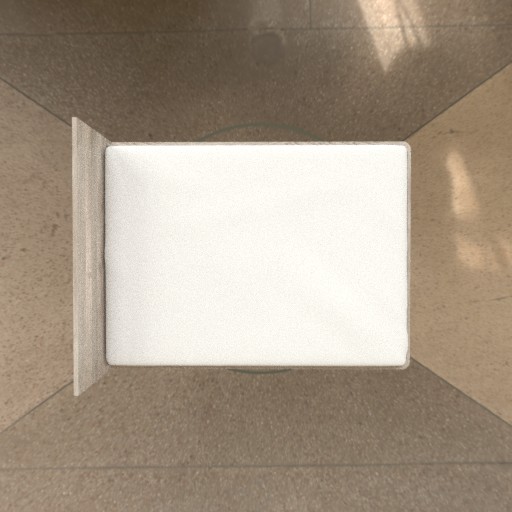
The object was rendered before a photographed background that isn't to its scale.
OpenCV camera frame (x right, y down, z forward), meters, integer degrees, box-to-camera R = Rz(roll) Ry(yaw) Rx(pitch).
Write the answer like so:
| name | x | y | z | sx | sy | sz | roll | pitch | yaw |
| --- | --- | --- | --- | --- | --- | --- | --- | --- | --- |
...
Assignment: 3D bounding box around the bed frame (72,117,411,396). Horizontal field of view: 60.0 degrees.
| name | x | y | z | sx | sy | sz | roll | pitch | yaw |
| --- | --- | --- | --- | --- | --- | --- | --- | --- | --- |
| bed frame | 0.000 | 0.000 | 2.760 | 1.950 | 0.800 | 1.490 | 0 | 91 | 1 |
